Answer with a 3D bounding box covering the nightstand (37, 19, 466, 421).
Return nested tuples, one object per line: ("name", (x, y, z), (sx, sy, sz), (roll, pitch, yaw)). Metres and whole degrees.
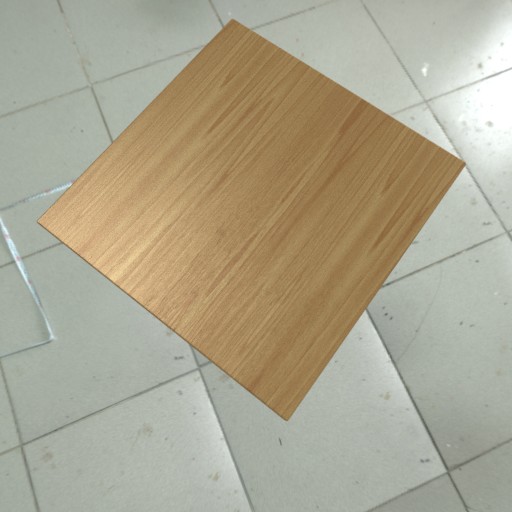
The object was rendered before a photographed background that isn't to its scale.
("nightstand", (0.000, 0.000, 0.900), (0.418, 0.614, 0.428), (36, 77, 10))
